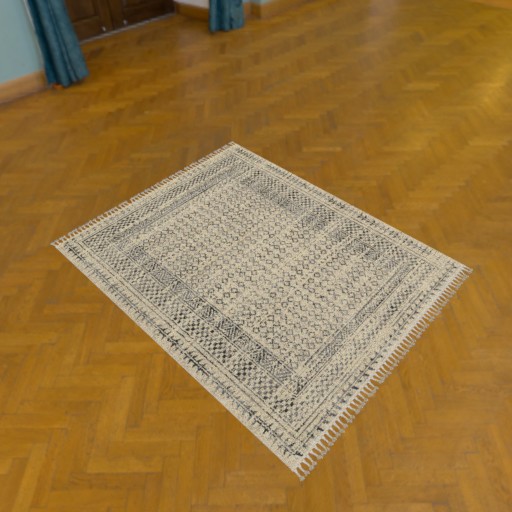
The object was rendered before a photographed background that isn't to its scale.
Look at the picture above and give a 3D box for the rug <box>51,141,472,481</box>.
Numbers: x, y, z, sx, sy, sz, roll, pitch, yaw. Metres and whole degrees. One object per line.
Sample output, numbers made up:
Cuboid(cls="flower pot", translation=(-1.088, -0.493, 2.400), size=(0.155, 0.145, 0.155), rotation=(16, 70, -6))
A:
Cuboid(cls="rug", translation=(0.000, 0.000, 3.876), size=(2.940, 0.013, 2.312), rotation=(34, 55, 28))
